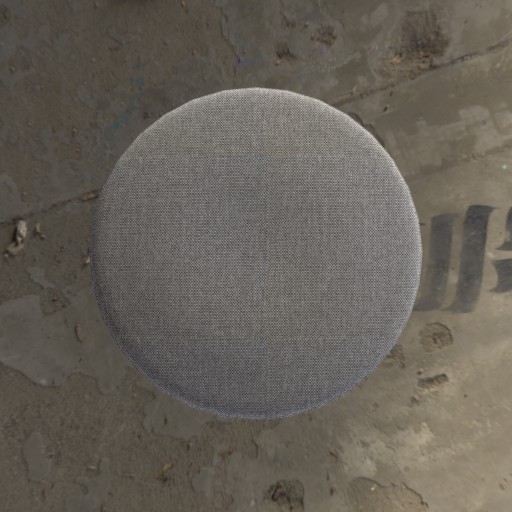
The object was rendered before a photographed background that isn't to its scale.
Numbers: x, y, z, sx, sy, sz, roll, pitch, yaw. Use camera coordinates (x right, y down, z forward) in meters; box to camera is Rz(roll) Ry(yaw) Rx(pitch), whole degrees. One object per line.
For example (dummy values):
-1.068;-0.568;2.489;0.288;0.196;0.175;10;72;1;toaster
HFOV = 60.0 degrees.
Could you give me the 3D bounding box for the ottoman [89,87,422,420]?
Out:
0.000;0.000;0.845;0.500;0.419;0.500;0;88;0;ottoman
